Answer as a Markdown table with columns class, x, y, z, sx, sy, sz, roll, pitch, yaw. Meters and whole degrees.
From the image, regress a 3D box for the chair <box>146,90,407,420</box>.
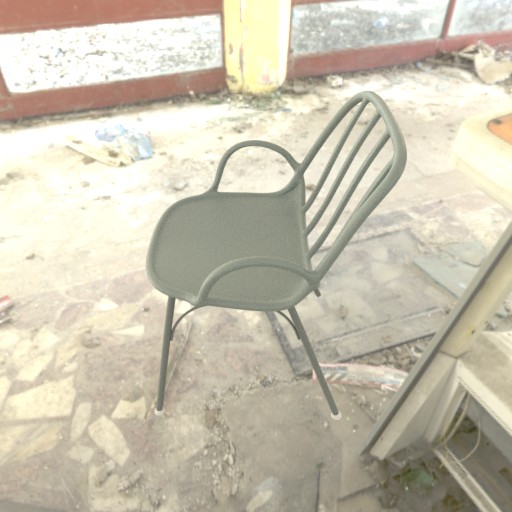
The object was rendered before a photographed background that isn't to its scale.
| class | x | y | z | sx | sy | sz | roll | pitch | yaw |
| --- | --- | --- | --- | --- | --- | --- | --- | --- | --- |
| chair | 0.000 | 0.000 | 1.219 | 0.597 | 0.816 | 0.549 | 0 | 40 | 0 |
